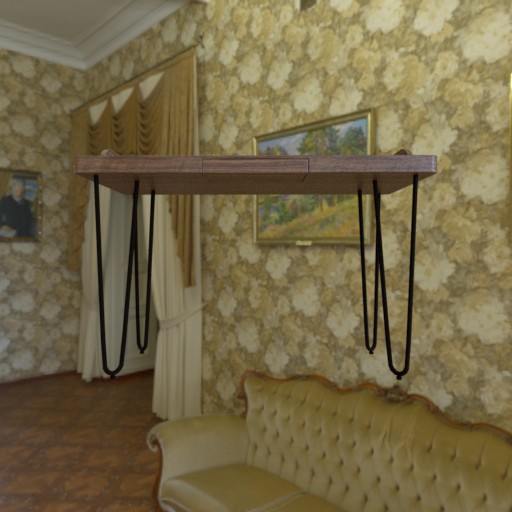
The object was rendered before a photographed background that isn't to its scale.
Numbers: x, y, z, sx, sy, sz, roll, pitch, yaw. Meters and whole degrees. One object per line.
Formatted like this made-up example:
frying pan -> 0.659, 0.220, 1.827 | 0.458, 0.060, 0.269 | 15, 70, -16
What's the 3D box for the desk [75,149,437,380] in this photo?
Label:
desk -> 0.000, 0.000, 1.731 | 1.200, 0.854, 0.565 | 0, 1, 0
